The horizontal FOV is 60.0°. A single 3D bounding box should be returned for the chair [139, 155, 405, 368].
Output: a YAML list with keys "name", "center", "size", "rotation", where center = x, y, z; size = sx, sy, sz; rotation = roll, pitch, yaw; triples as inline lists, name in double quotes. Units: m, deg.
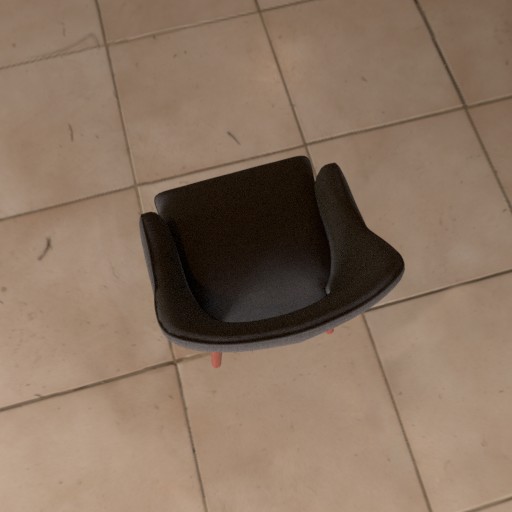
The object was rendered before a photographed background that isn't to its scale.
- name: "chair"
  center: [0.000, 0.000, 1.216]
  size: [0.559, 0.838, 0.560]
  rotation: [-16, 74, -5]
